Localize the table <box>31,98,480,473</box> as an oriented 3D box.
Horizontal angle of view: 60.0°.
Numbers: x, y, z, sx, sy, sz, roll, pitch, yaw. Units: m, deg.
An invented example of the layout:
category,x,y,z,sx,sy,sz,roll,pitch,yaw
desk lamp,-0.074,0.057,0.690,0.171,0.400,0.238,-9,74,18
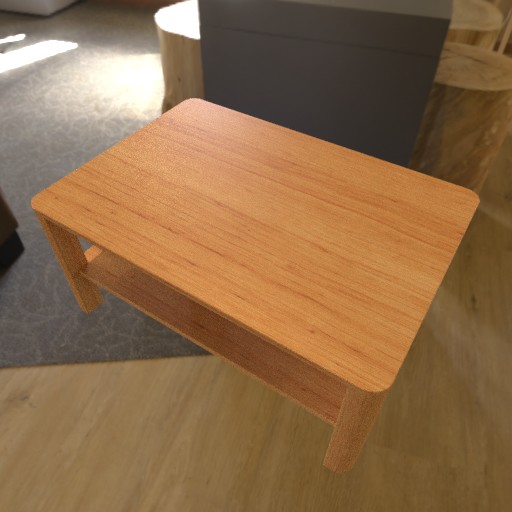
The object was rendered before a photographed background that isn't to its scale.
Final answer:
category,x,y,z,sx,sy,sz,roll,pitch,yaw
table,0.000,0.000,1.333,0.997,0.445,0.696,25,52,22
